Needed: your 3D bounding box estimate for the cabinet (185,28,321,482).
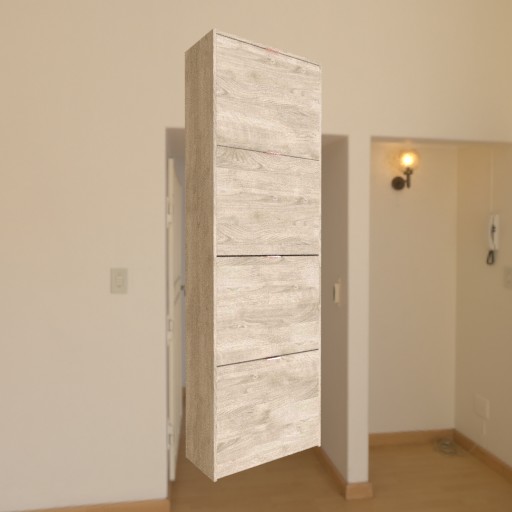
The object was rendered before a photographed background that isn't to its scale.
[{"bbox_3d":[0.000,0.000,1.829,0.520,1.630,0.250,-1,1,-34],"label":"cabinet"}]
